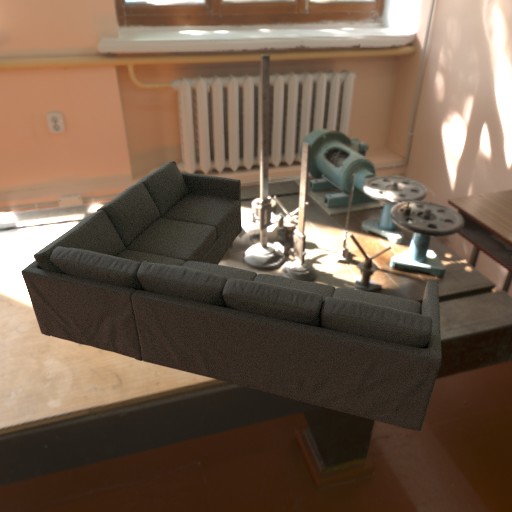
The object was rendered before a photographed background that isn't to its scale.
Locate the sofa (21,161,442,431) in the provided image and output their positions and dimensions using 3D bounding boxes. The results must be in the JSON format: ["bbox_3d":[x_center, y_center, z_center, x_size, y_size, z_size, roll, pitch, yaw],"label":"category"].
[{"bbox_3d":[0.000,0.000,4.206,3.182,0.871,2.432,10,32,16],"label":"sofa"}]
